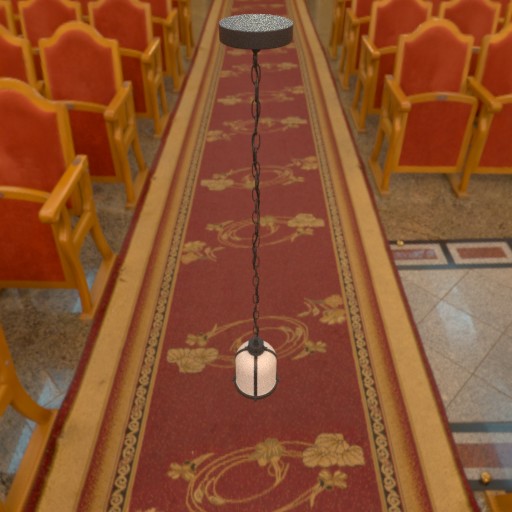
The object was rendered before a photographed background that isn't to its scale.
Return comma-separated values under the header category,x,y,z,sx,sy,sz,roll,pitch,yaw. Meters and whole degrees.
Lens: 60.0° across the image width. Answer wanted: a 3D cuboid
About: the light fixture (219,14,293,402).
category,x,y,z,sx,sy,sz,roll,pitch,yaw
light fixture,0.000,0.000,1.238,0.178,1.181,0.178,1,40,1
